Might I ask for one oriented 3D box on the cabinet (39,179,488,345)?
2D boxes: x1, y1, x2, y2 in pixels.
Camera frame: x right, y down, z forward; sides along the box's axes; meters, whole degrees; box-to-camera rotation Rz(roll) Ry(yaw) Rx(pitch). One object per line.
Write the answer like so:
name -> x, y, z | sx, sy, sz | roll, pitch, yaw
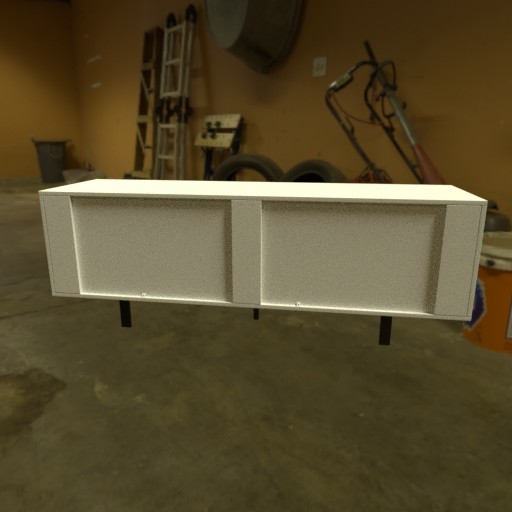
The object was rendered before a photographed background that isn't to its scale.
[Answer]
cabinet -> 0.000, 0.000, 1.740 | 1.499, 0.533, 0.431 | 2, 16, 9
